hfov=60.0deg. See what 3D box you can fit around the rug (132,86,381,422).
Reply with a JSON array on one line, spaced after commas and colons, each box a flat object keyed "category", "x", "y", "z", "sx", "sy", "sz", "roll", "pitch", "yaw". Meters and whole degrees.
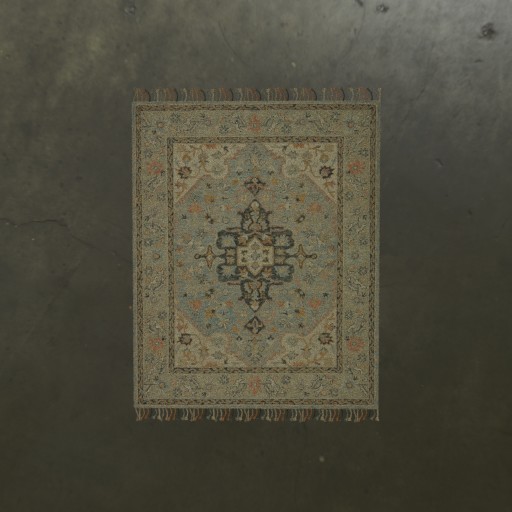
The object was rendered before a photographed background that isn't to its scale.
[{"category": "rug", "x": 0.000, "y": 0.000, "z": 4.262, "sx": 2.379, "sy": 0.011, "sz": 3.221, "roll": 0, "pitch": 91, "yaw": 1}]
